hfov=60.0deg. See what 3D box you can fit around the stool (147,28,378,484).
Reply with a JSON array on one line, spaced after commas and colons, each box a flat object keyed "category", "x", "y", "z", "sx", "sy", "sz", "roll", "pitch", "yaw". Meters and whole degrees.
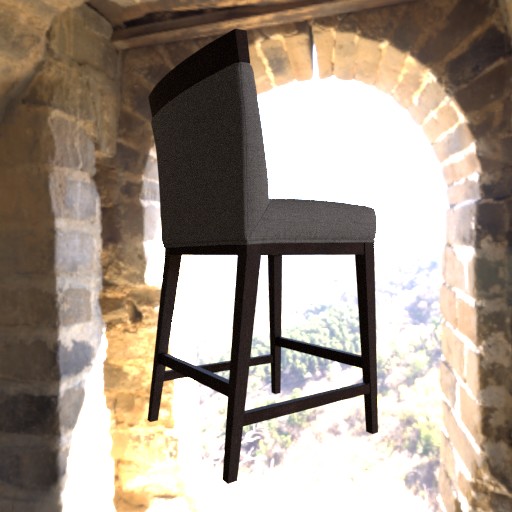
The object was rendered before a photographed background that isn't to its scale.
[{"category": "stool", "x": 0.000, "y": 0.000, "z": 1.315, "sx": 0.531, "sy": 1.009, "sz": 0.512, "roll": 0, "pitch": 0, "yaw": -35}]
